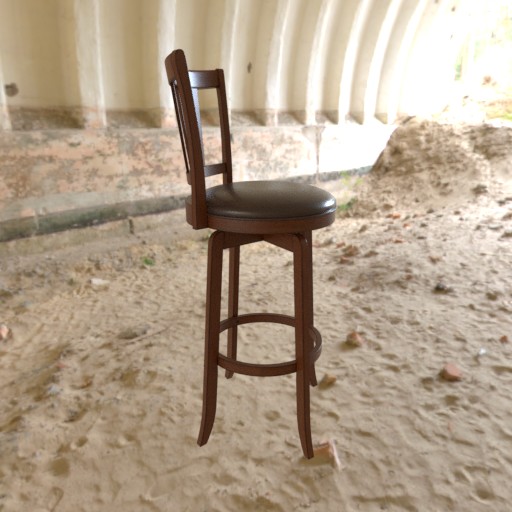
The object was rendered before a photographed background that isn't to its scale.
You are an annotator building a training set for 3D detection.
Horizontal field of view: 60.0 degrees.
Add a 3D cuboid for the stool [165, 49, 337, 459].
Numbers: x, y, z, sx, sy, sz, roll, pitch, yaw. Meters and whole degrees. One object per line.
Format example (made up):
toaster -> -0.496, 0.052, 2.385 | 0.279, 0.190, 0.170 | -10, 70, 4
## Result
stool -> 0.000, 0.000, 1.441 | 0.503, 1.177, 0.464 | 3, 17, 9
